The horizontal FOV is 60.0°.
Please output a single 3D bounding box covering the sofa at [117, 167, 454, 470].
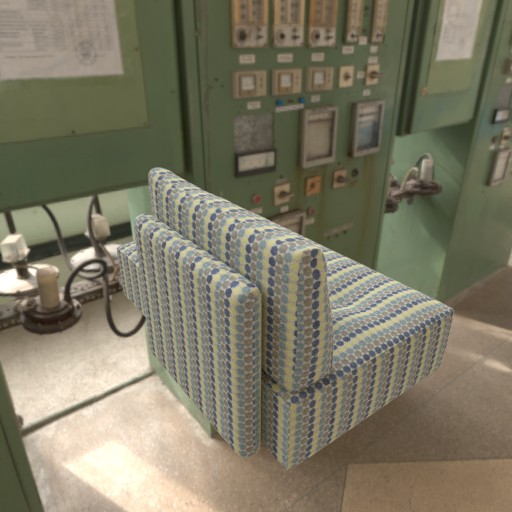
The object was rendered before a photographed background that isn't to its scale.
[{"bbox_3d":[0.000,0.000,2.011,1.000,0.820,1.450,-18,32,-32],"label":"sofa"}]
